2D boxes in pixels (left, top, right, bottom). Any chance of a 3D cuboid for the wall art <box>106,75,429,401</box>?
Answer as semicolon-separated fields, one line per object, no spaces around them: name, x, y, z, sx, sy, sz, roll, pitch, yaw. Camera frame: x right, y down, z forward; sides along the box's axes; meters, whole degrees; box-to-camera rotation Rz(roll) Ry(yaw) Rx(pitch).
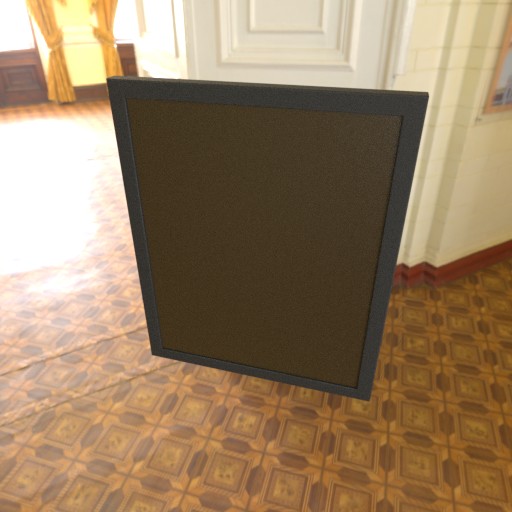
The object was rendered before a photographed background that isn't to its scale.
wall art;0.000;0.000;0.761;0.457;0.558;0.028;8;32;13
